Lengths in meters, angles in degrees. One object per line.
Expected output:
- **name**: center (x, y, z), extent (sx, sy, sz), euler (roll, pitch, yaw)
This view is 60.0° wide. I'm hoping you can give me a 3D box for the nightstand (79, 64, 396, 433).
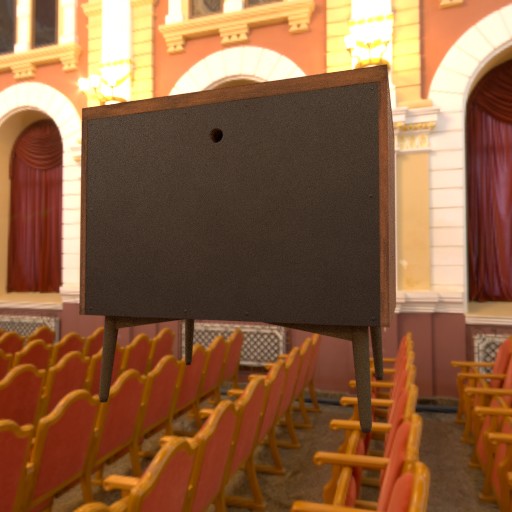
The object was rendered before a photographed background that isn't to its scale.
- **nightstand**: center (0.000, 0.000, 1.031), extent (0.610, 0.610, 0.458), euler (-1, -2, 19)
